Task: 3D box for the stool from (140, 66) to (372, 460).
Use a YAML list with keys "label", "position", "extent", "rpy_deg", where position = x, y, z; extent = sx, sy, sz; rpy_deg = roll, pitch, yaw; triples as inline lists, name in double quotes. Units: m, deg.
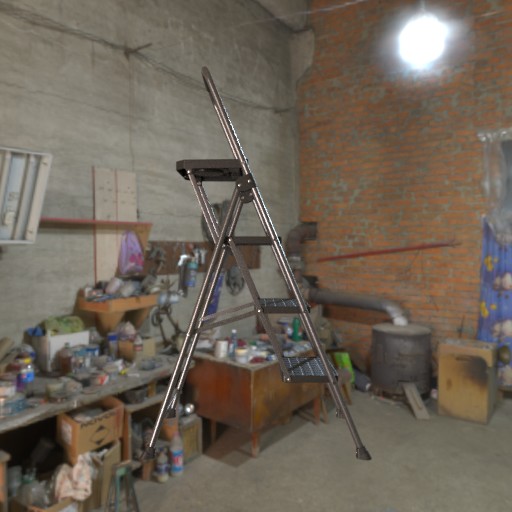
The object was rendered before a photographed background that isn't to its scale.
- label: "stool"
  position: [0.000, 0.000, 1.582]
  extent: [0.733, 1.277, 0.396]
  rpy_deg: [0, 0, 0]
